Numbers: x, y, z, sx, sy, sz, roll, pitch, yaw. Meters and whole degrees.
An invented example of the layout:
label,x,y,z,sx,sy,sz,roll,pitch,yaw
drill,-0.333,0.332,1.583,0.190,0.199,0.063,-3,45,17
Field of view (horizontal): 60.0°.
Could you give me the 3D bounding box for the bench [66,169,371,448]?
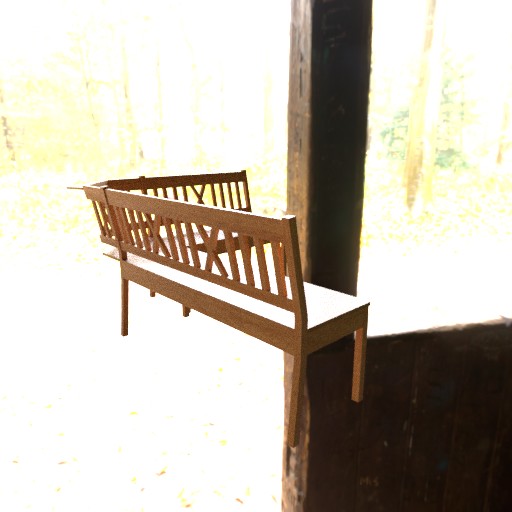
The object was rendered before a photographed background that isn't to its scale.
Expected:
label,x,y,z,sx,sy,sz,roll,pitch,yaw
bench,0.000,0.000,2.747,1.537,0.902,1.937,-13,20,-42
